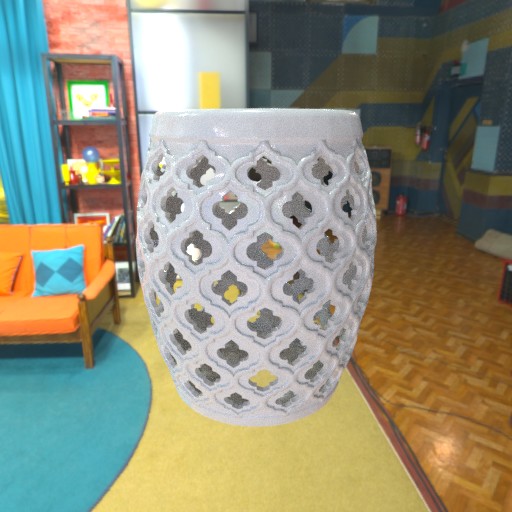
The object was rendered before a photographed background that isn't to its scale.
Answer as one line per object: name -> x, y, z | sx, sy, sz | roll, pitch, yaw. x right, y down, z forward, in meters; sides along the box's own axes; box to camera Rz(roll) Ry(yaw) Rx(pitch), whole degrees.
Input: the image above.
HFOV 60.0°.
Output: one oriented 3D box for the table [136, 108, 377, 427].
table -> 0.000, 0.000, 0.626 | 0.325, 0.388, 0.325 | 0, 17, 0
